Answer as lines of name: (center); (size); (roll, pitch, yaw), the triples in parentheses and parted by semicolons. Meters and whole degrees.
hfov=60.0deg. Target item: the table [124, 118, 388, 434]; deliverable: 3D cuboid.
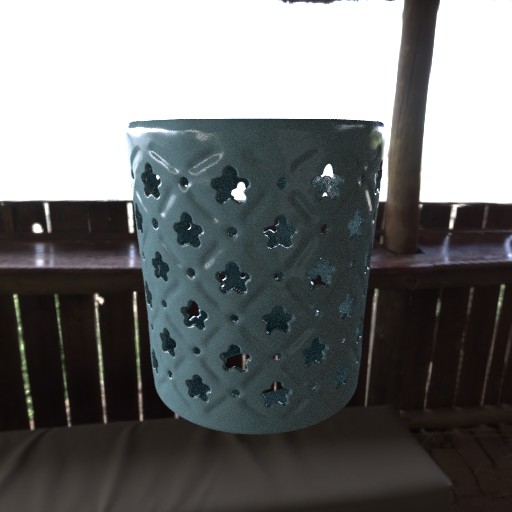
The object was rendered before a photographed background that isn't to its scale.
table: (0.000, 0.000, 0.659); (0.352, 0.387, 0.352); (0, 15, 0)
